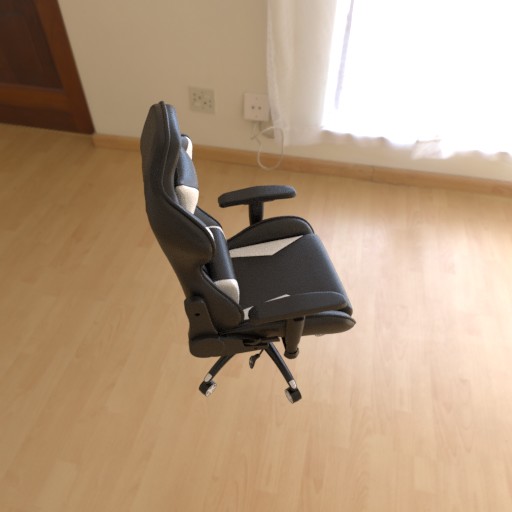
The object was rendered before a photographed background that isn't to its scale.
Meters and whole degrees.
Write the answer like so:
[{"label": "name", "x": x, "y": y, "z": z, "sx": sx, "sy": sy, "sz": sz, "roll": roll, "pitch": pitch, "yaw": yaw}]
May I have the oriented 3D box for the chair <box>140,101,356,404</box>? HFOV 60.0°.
[{"label": "chair", "x": 0.000, "y": 0.000, "z": 1.739, "sx": 0.695, "sy": 1.285, "sz": 0.730, "roll": -9, "pitch": 47, "yaw": -9}]
